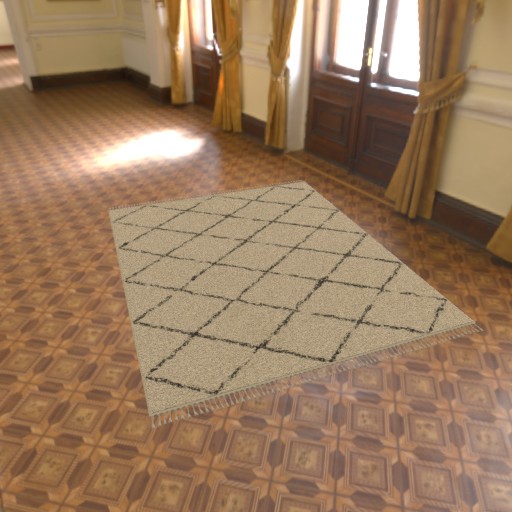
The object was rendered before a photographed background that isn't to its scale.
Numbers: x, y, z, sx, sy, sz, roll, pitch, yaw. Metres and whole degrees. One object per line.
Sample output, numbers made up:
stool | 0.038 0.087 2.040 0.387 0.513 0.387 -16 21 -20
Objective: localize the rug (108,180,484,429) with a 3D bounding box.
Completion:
rug | 0.000 0.000 4.056 2.380 0.013 3.051 -11 33 -17
